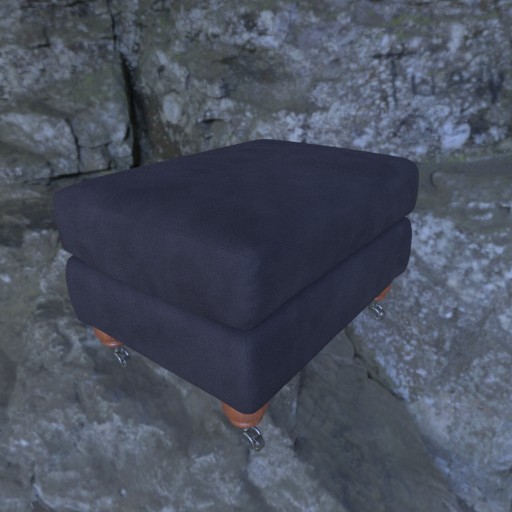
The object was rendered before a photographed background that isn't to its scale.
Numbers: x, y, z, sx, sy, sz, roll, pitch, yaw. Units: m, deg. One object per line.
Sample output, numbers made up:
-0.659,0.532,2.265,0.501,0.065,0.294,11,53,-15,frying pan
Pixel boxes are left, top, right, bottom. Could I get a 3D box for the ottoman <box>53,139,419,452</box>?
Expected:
0.000,0.000,1.150,0.574,0.497,0.773,18,30,34,ottoman
